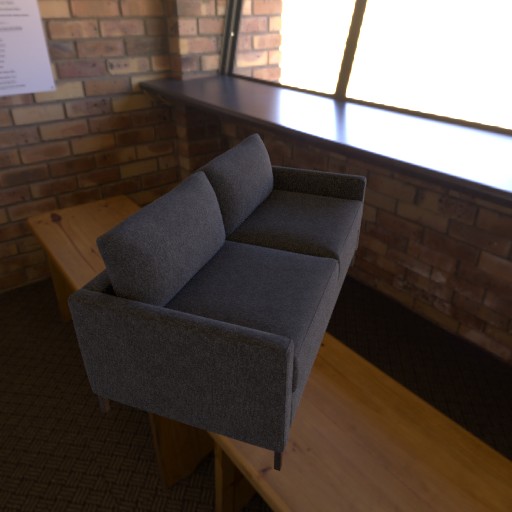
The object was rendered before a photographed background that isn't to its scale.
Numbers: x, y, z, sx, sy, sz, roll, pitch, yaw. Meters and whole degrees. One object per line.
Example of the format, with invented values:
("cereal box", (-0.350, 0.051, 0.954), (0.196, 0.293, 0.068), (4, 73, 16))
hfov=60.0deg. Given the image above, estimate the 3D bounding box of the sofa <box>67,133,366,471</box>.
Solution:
("sofa", (0.000, 0.000, 2.263), (0.866, 0.862, 1.716), (10, 32, 18))
